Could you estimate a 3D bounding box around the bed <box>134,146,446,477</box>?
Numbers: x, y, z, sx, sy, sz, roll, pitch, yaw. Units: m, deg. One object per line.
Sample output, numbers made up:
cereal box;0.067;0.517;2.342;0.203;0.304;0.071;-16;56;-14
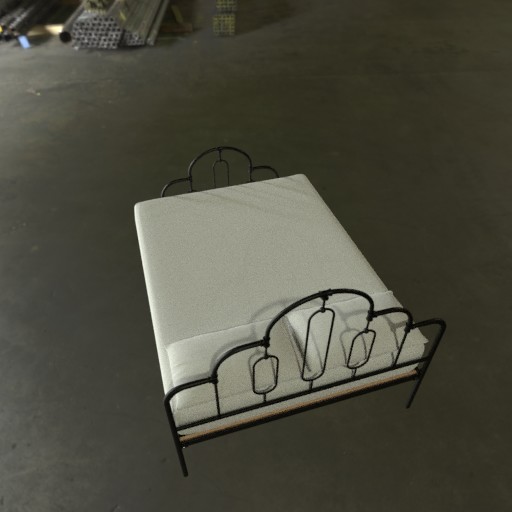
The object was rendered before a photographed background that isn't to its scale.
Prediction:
bed;0.000;0.000;3.241;1.626;1.444;2.181;-12;44;-12
